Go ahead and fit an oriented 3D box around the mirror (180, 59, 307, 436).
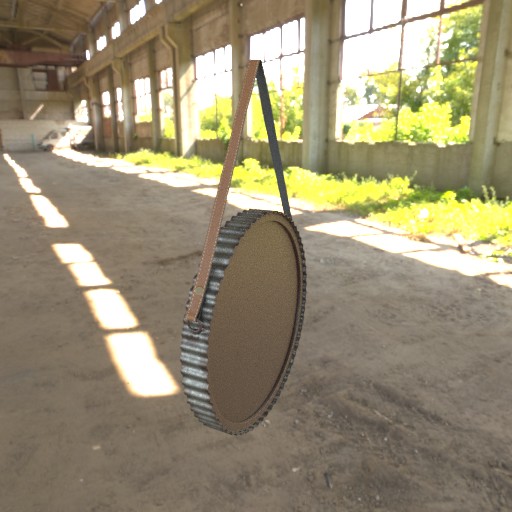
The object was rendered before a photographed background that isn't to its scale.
[{"bbox_3d":[0.000,0.000,0.691,0.042,0.568,0.355,8,18,26],"label":"mirror"}]
